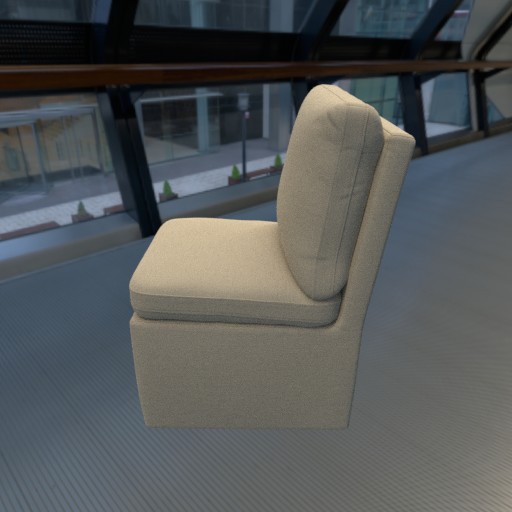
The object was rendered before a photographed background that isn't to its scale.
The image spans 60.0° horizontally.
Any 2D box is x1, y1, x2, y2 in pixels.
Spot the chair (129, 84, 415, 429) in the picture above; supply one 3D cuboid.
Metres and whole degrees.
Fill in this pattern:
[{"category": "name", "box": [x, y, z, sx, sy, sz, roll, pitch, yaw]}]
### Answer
[{"category": "chair", "box": [0.000, 0.000, 1.326, 0.698, 0.927, 0.503, 0, 26, 1]}]
